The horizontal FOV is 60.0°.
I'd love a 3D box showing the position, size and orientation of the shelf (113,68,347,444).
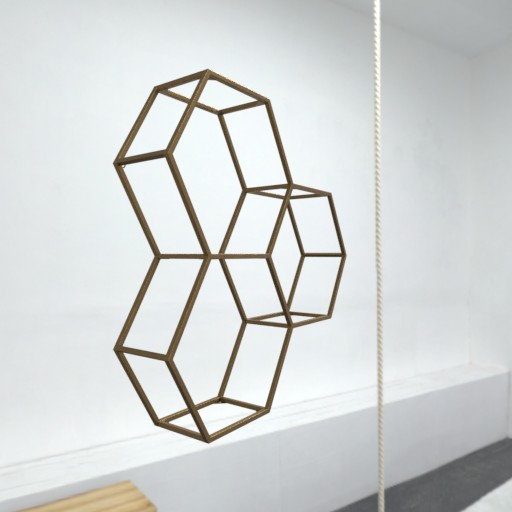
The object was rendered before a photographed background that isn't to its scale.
[{"bbox_3d":[0.000,0.000,1.075,0.150,0.701,0.708,0,0,36],"label":"shelf"}]
